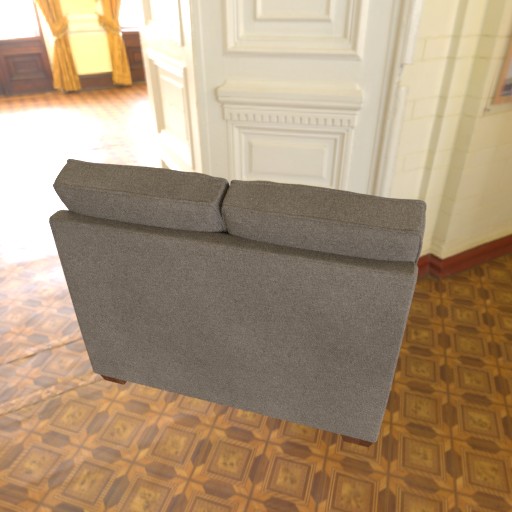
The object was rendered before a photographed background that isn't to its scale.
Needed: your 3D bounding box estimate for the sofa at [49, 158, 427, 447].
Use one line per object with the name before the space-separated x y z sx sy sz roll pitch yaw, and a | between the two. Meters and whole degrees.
sofa | 0.000 0.000 1.938 1.237 1.008 0.951 9 34 14
